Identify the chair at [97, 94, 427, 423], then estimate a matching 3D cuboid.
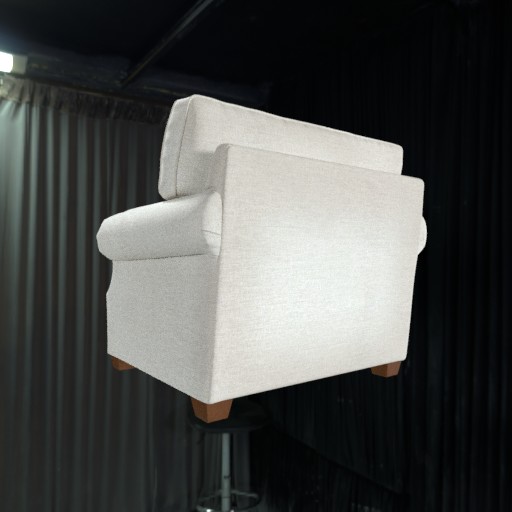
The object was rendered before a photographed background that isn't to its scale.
[{"bbox_3d":[0.000,0.000,1.823,1.092,0.961,0.965,0,0,-37],"label":"chair"}]
